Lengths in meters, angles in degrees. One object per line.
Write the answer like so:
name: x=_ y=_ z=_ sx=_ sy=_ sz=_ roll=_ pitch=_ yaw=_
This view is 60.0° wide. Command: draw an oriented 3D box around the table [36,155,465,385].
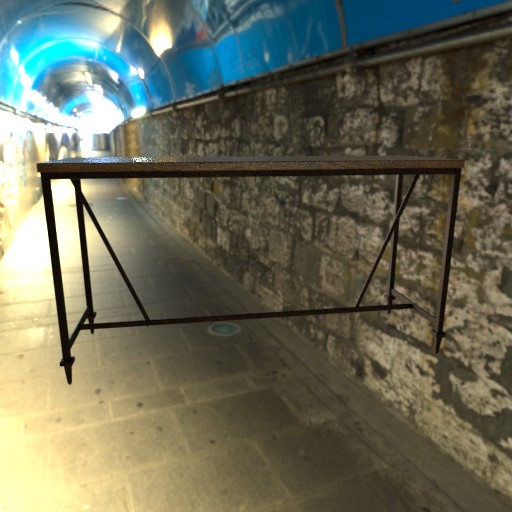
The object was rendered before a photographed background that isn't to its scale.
table: x=0.000 y=0.000 z=2.100 sx=1.700 sy=0.902 sz=0.551 roll=-2 pitch=15 yaw=-9
